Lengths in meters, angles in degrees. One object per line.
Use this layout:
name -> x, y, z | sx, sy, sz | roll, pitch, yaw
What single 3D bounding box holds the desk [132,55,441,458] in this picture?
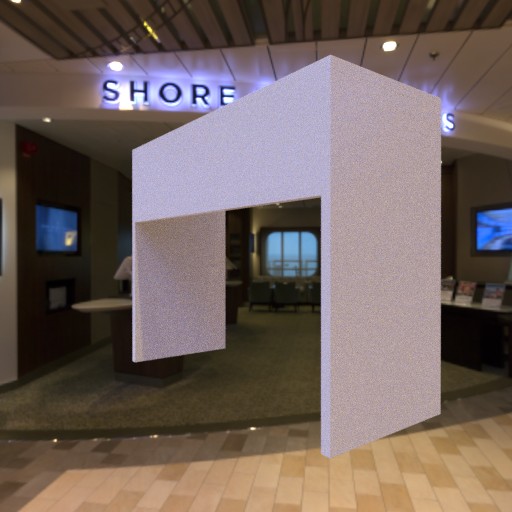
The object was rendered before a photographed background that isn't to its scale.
desk -> 0.000, 0.000, 1.385 | 0.400, 0.790, 1.000 | 0, 0, -37
